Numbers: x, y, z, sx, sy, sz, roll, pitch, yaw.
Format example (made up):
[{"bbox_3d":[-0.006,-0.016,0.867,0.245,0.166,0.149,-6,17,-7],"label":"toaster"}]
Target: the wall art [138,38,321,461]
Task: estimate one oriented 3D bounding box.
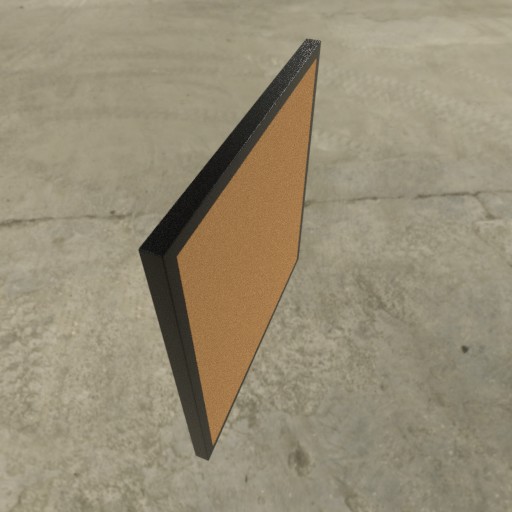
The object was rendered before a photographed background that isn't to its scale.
[{"bbox_3d":[0.000,0.000,1.094,0.038,0.761,0.755,16,49,14],"label":"wall art"}]
